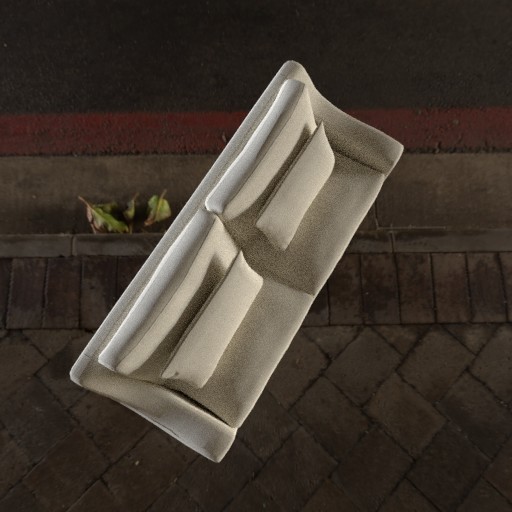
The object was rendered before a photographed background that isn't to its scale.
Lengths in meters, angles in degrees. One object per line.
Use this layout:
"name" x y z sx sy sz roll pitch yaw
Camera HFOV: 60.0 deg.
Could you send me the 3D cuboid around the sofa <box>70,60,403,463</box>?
"sofa" 0.000 0.000 3.021 1.009 1.022 2.470 31 78 8
